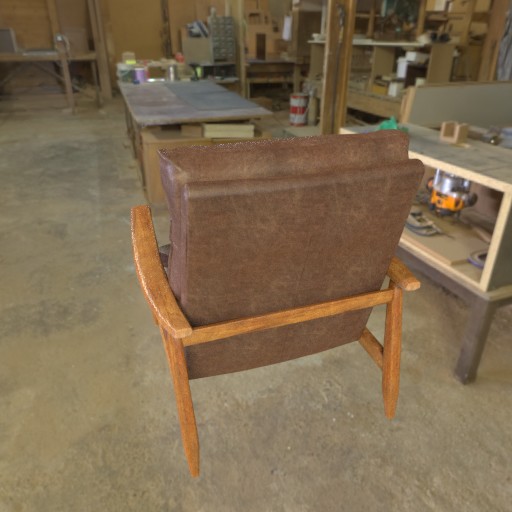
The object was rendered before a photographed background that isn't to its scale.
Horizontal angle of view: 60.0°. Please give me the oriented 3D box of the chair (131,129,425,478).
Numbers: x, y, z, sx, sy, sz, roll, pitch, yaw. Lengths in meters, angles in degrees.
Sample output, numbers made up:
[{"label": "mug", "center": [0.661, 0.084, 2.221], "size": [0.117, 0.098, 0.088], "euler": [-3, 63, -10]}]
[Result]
[{"label": "chair", "center": [0.000, 0.000, 1.478], "size": [0.782, 0.897, 0.830], "euler": [-9, 29, -17]}]
